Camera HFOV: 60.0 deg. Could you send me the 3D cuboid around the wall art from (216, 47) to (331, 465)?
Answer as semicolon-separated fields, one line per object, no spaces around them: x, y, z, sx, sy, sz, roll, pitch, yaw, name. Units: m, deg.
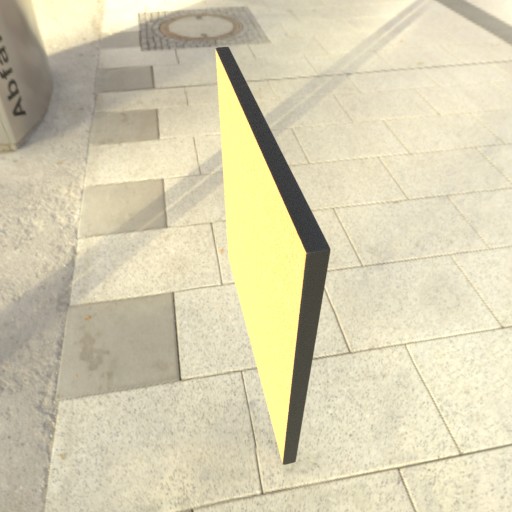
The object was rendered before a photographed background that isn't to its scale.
0.000;0.000;0.674;0.022;0.453;0.456;-9;46;-9;wall art
